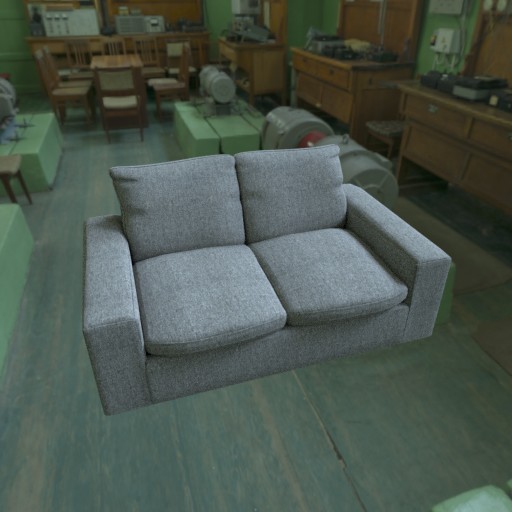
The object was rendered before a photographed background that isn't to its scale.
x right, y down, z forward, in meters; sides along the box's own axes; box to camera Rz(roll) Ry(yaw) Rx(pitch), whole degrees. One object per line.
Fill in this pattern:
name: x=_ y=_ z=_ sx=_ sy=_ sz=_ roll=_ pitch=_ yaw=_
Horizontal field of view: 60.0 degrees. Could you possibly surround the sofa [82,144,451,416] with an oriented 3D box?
sofa: x=0.000 y=0.000 z=2.415 sx=1.758 sy=0.877 sz=1.094 roll=-10 pitch=32 yaw=-16
